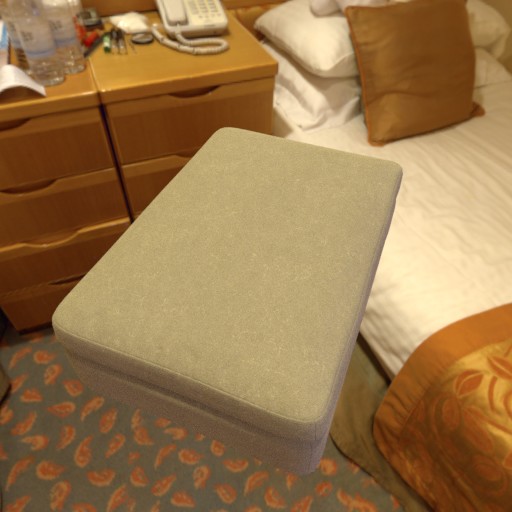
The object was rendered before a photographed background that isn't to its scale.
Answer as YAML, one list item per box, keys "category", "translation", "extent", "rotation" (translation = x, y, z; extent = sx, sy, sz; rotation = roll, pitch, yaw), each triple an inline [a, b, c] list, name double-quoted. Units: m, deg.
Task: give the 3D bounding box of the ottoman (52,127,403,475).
- category: "ottoman"
  translation: [0.000, 0.000, 1.606]
  extent: [0.840, 0.429, 1.199]
  rotation: [16, 48, 15]
